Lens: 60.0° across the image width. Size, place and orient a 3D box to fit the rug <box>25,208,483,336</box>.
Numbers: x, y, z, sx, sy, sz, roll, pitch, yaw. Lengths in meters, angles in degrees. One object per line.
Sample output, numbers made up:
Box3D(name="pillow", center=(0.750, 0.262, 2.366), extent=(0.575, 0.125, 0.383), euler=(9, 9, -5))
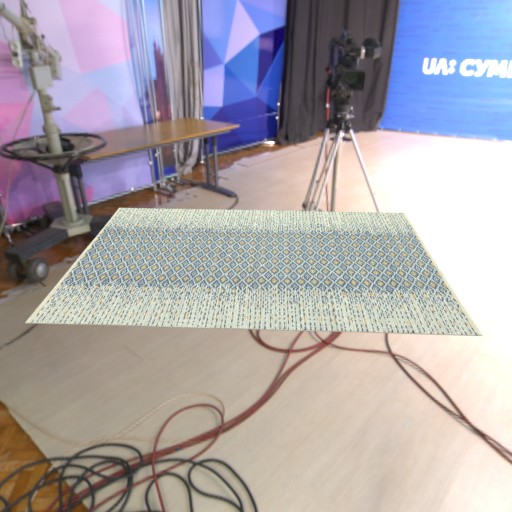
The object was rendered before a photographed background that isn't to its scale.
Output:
Box3D(name="rug", center=(0.000, 0.000, 2.301), extent=(1.828, 0.005, 1.219), euler=(1, 29, 2))
